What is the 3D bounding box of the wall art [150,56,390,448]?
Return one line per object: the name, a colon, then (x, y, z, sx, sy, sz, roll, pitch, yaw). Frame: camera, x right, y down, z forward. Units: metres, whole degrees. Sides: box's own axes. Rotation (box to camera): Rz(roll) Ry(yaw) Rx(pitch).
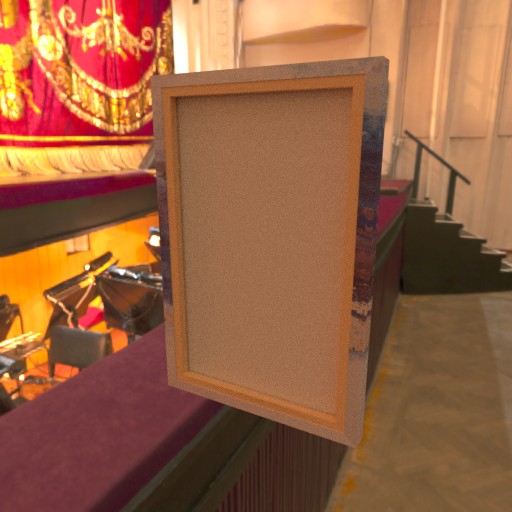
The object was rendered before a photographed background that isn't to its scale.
wall art: (0.000, 0.000, 1.112, 0.583, 0.874, 0.048, 8, 17, 28)
